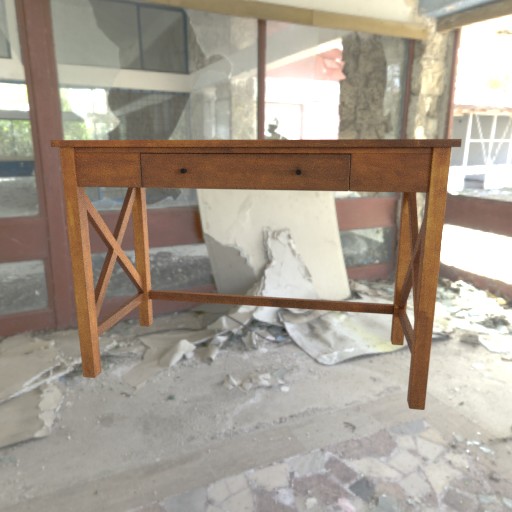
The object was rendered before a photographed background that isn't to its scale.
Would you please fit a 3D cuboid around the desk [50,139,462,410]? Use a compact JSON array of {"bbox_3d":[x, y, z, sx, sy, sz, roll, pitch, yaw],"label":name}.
[{"bbox_3d":[0.000,0.000,1.514,1.117,0.762,0.508,2,14,10],"label":"desk"}]
